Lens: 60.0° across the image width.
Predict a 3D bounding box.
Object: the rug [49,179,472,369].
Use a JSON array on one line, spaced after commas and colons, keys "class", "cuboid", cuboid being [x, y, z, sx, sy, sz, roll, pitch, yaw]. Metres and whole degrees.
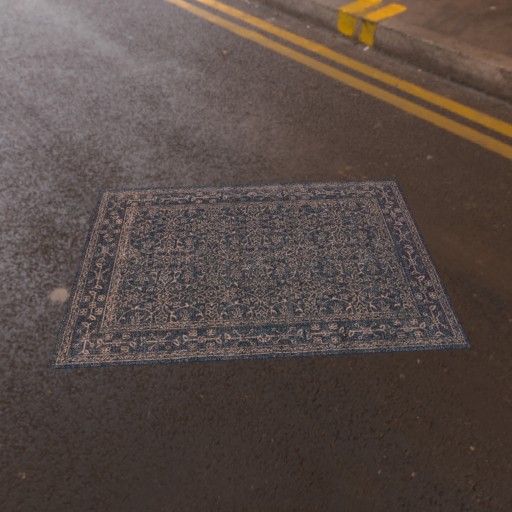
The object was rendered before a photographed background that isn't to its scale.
[{"class": "rug", "cuboid": [0.000, 0.000, 2.306, 1.819, 0.005, 1.200, -2, 47, -2]}]
